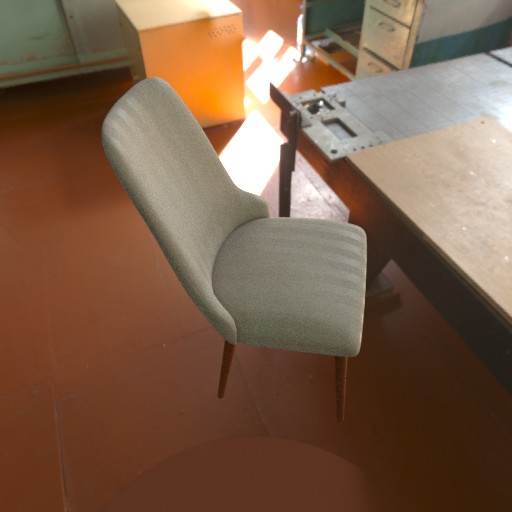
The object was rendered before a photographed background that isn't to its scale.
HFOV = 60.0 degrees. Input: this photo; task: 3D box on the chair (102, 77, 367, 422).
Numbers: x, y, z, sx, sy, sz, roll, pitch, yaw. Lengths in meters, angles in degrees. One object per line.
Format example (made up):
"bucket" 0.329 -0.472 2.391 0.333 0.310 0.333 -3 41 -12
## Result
"chair" 0.000 0.000 1.328 0.684 0.917 0.526 9 47 8
